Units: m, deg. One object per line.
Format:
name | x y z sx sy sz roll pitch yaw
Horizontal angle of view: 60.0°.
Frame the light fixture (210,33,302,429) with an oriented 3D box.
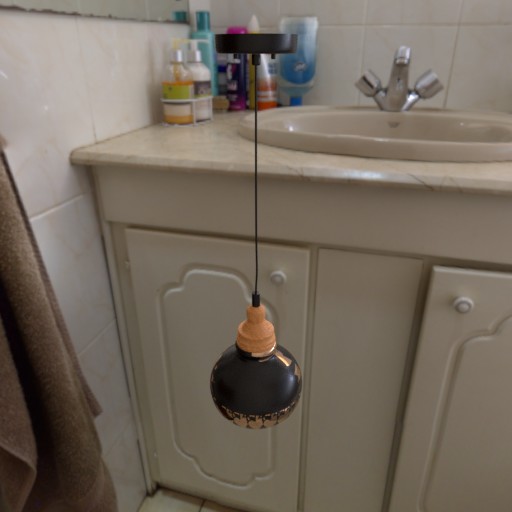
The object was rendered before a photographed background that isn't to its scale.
light fixture | 0.000 0.000 1.797 0.430 1.606 0.430 8 26 16
